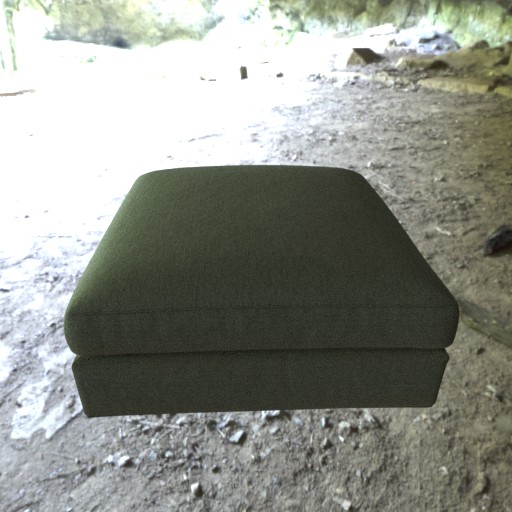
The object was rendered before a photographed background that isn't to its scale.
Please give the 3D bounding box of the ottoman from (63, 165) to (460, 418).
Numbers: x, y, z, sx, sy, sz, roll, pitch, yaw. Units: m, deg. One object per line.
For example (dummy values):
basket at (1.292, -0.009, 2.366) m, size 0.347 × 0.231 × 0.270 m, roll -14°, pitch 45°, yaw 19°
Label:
ottoman at (0.000, 0.000, 1.604) m, size 1.041 × 0.470 × 1.041 m, roll -1°, pitch 30°, yaw -2°
